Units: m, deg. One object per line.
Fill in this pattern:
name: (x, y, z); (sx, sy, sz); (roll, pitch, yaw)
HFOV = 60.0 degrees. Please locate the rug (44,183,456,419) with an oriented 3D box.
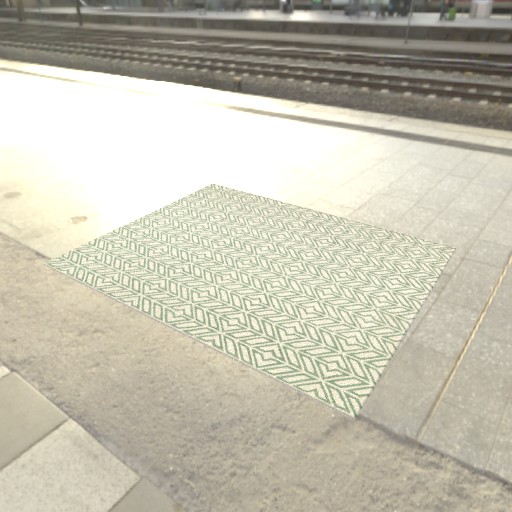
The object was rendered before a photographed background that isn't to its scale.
rug: (0.000, 0.000, 4.172); (3.050, 0.017, 2.441); (19, 36, 29)
